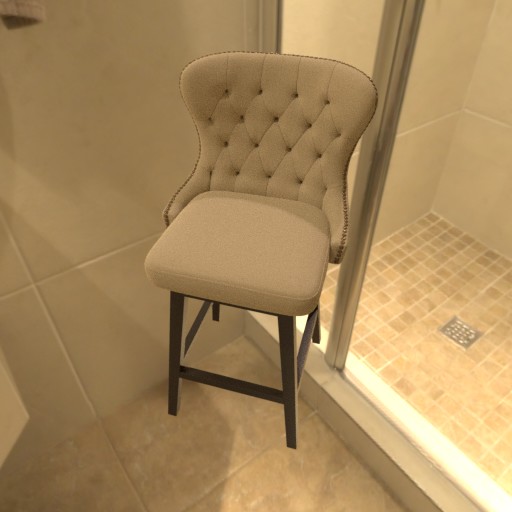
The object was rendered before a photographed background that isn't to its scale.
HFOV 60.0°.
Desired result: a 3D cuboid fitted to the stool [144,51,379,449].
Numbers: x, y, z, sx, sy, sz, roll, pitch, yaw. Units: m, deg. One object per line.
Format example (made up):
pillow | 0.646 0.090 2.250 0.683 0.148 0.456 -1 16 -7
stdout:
stool | 0.000 0.000 1.297 0.528 0.971 0.593 11 42 12
